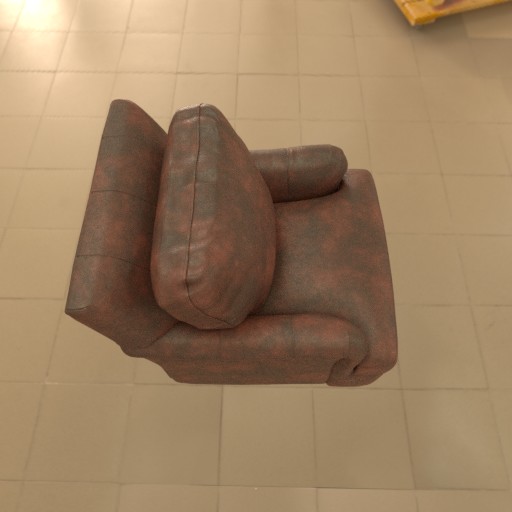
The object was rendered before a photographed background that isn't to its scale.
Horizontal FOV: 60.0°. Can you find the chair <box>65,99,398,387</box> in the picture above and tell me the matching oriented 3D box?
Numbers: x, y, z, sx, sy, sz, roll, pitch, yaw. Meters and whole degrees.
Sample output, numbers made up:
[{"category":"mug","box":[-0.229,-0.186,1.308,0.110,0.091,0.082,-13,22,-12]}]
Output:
[{"category":"chair","box":[0.000,0.000,1.923,1.156,1.051,0.987,0,62,0]}]
